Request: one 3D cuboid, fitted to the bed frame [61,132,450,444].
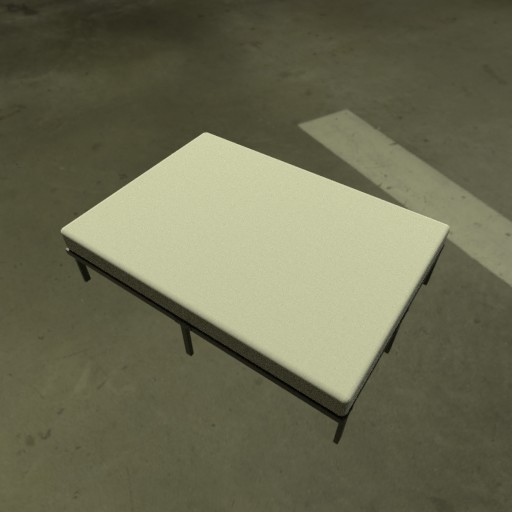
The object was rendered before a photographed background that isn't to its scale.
[{"bbox_3d":[0.000,0.000,3.859,2.842,0.680,2.205,33,54,28],"label":"bed frame"}]
